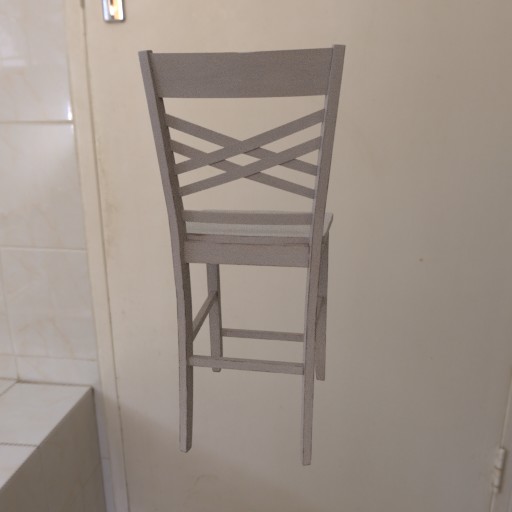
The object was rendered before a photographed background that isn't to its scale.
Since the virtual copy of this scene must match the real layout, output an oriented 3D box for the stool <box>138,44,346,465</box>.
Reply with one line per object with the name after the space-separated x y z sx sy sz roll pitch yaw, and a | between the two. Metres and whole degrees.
0.000 0.000 1.347 0.462 1.079 0.539 2 15 9 | stool
